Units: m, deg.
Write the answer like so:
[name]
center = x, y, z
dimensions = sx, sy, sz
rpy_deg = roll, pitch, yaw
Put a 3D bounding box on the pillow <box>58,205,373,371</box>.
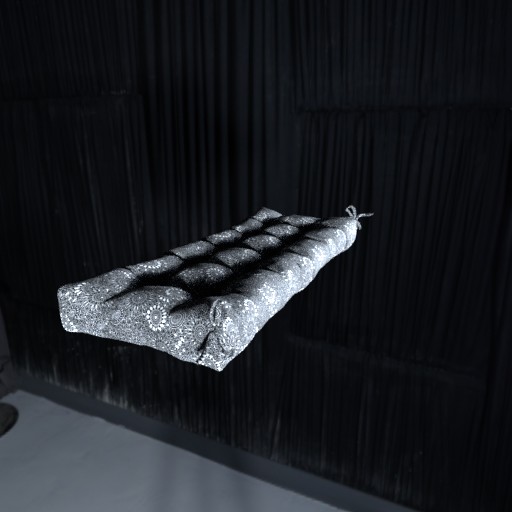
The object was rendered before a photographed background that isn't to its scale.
[pillow]
center = 0.000, 0.000, 1.393
dimensions = 0.511, 0.174, 1.194
rpy_deg = 8, 18, 24
